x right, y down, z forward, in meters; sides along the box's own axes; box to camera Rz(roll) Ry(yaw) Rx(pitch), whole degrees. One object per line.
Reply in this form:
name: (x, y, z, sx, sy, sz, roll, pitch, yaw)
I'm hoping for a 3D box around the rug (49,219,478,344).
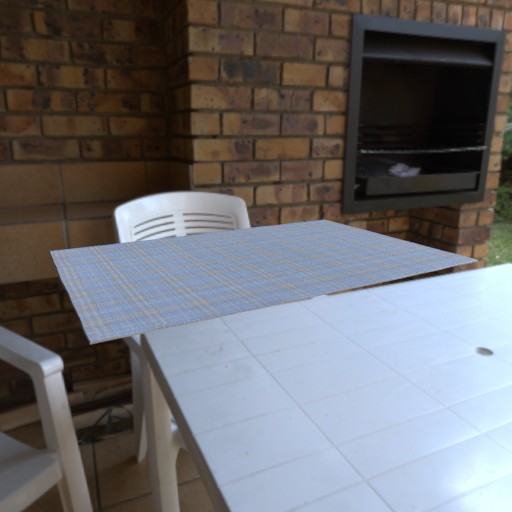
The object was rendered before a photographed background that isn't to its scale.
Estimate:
rug: (0.000, 0.000, 2.264, 1.835, 0.012, 1.231, -9, 18, -28)
